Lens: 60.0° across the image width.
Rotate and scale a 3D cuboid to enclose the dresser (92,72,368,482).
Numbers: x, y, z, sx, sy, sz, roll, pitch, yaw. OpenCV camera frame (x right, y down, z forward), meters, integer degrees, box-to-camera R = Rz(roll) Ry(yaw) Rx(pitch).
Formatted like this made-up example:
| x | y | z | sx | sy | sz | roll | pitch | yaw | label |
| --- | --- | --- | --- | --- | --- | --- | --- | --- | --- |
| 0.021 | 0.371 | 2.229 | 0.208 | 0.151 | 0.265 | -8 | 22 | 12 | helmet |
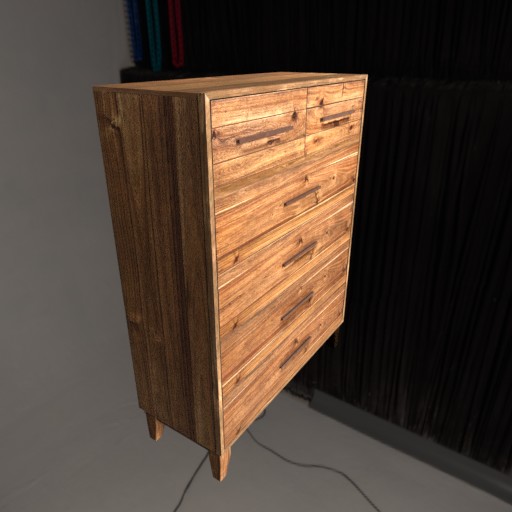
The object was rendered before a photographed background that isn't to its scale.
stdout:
| x | y | z | sx | sy | sz | roll | pitch | yaw | label |
| --- | --- | --- | --- | --- | --- | --- | --- | --- | --- |
| 0.000 | 0.000 | 1.876 | 0.442 | 1.393 | 1.062 | 16 | 29 | 31 | dresser |
